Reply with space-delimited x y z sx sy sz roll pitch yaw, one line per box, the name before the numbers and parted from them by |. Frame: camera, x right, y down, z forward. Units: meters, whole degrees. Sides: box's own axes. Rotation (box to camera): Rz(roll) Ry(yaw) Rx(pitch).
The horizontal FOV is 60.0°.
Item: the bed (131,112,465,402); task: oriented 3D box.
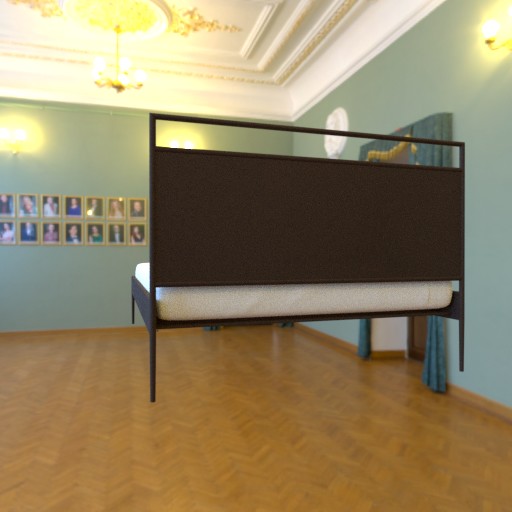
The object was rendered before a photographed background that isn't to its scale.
bed | 0.000 0.000 3.034 1.572 1.173 2.122 0 0 -18
